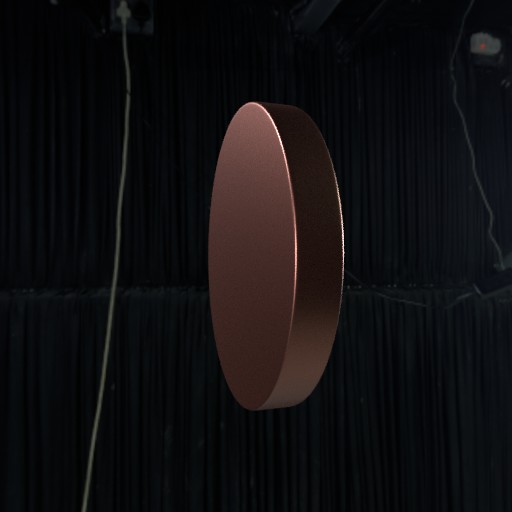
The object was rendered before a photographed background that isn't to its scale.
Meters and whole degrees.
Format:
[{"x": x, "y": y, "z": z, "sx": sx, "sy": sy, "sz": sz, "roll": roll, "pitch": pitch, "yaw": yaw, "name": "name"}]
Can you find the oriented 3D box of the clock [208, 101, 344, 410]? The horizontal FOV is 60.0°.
[{"x": 0.000, "y": 0.000, "z": 0.479, "sx": 0.040, "sy": 0.313, "sz": 0.313, "roll": 0, "pitch": 0, "yaw": -18, "name": "clock"}]
